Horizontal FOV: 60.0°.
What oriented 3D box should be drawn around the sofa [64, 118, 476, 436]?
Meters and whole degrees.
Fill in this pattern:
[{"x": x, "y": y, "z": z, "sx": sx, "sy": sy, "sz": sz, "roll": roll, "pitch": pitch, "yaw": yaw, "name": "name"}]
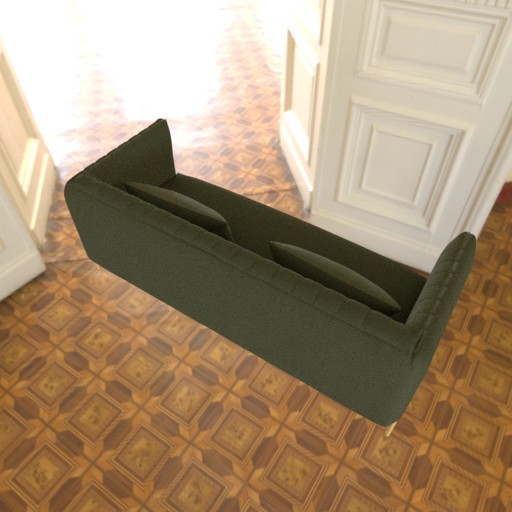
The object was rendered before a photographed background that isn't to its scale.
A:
[{"x": 0.000, "y": 0.000, "z": 2.590, "sx": 2.137, "sy": 0.793, "sz": 0.896, "roll": 25, "pitch": 52, "yaw": 22, "name": "sofa"}]
